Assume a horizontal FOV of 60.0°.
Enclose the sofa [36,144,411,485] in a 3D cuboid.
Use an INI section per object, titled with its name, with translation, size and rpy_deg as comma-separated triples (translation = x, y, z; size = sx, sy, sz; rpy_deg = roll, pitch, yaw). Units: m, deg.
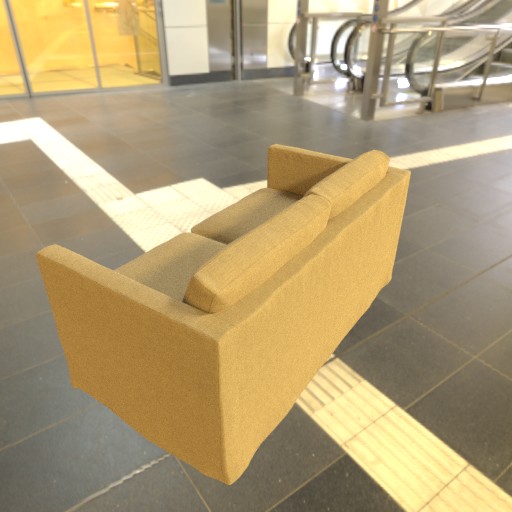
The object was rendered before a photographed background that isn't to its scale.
[sofa]
translation = 0.000, 0.000, 2.248
size = 0.956, 0.828, 1.766
rpy_deg = 19, 36, 29
